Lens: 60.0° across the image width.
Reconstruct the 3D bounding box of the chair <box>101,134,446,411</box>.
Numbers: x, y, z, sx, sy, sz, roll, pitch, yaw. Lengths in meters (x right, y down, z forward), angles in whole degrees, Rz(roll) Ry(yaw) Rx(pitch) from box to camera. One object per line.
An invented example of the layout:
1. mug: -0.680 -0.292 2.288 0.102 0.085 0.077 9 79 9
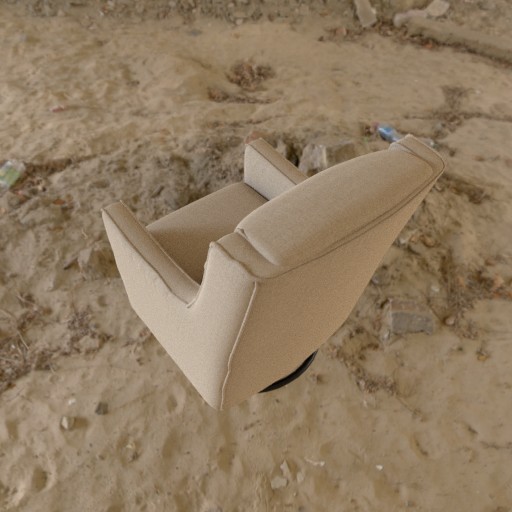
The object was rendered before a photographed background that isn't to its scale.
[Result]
1. chair: 0.000 0.000 1.559 0.732 0.993 0.879 -31 54 -26
